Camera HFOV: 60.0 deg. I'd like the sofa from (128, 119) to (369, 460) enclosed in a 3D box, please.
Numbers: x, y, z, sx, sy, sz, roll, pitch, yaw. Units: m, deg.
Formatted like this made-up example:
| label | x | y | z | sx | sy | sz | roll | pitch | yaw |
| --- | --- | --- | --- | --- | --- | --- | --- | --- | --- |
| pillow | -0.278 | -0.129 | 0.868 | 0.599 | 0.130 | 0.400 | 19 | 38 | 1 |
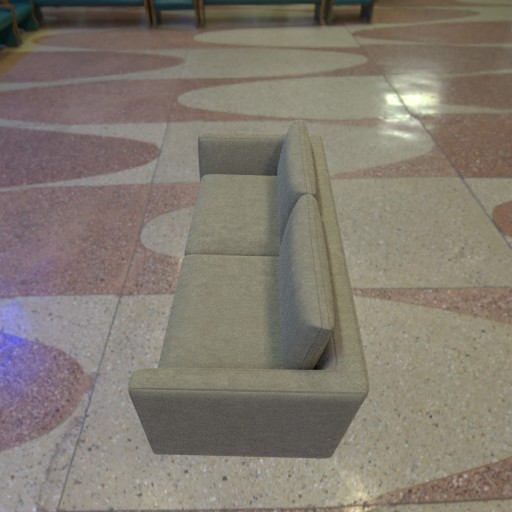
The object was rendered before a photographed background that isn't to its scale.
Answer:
| label | x | y | z | sx | sy | sz | roll | pitch | yaw |
| --- | --- | --- | --- | --- | --- | --- | --- | --- | --- |
| sofa | 0.000 | 0.000 | 2.538 | 0.889 | 0.864 | 2.121 | 1 | 41 | 1 |
